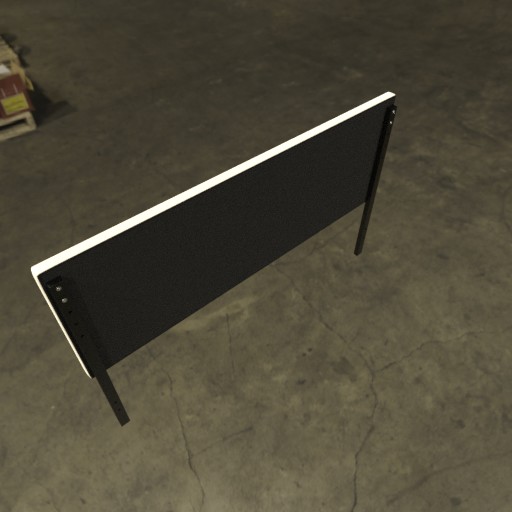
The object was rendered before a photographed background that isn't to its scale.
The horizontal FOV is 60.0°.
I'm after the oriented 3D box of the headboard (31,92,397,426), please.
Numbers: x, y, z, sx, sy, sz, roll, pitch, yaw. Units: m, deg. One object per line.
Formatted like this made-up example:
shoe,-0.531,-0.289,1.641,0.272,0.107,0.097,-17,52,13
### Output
headboard,0.000,0.000,2.808,2.362,1.410,0.120,-32,54,-27
